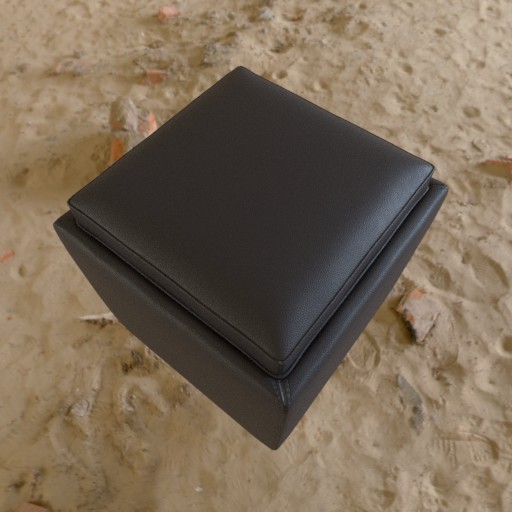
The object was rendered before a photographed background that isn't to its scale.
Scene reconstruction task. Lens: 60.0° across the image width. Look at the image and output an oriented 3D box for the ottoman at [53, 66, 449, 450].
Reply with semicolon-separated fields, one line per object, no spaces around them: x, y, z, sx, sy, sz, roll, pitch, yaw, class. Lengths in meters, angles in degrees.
0.000;0.000;0.807;0.450;0.460;0.451;34;65;18;ottoman
